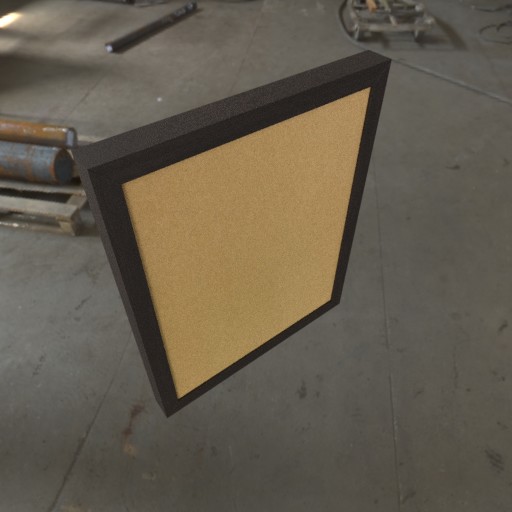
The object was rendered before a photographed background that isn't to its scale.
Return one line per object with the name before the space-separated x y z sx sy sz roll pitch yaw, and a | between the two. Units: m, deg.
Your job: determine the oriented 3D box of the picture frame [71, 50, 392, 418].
picture frame | 0.000 0.000 0.744 0.452 0.555 0.044 -28 52 -25
